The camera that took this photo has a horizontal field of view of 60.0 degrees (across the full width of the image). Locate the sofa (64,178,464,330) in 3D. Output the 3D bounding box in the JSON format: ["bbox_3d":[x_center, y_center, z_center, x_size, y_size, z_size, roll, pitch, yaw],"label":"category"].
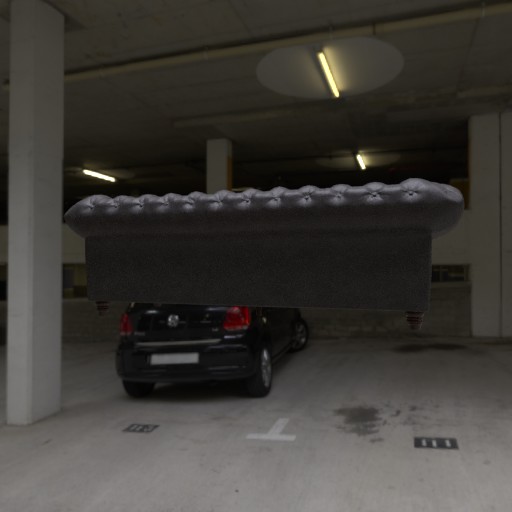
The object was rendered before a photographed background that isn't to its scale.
[{"bbox_3d":[0.000,0.000,2.869,2.385,0.783,0.944,0,-1,18],"label":"sofa"}]
